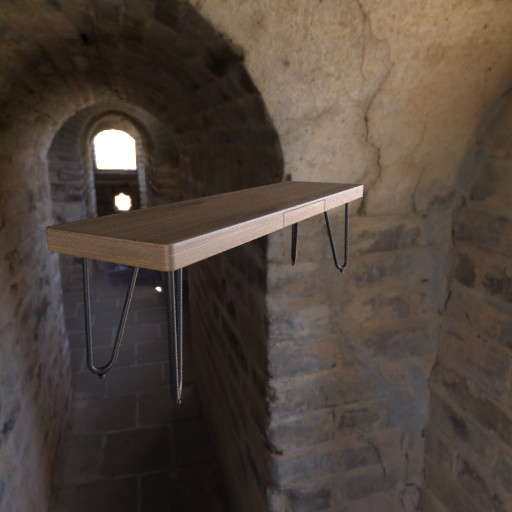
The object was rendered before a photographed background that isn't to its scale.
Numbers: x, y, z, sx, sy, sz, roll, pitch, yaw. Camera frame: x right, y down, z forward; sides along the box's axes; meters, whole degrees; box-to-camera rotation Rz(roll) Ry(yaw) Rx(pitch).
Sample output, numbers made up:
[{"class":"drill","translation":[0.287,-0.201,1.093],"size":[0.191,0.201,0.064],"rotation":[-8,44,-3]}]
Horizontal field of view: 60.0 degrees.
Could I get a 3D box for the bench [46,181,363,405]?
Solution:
[{"class":"bench","translation":[0.000,0.000,1.787],"size":[0.425,0.462,1.570],"rotation":[8,17,28]}]
